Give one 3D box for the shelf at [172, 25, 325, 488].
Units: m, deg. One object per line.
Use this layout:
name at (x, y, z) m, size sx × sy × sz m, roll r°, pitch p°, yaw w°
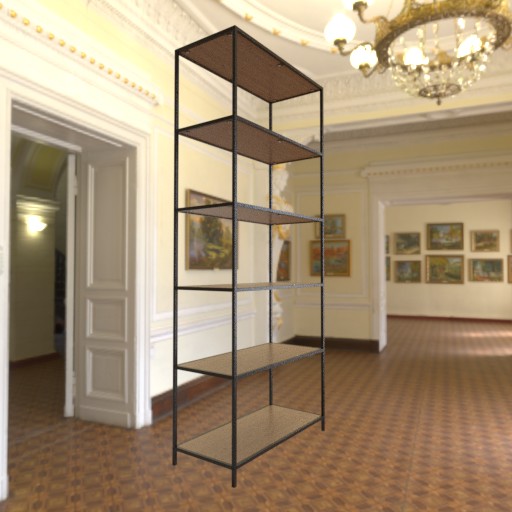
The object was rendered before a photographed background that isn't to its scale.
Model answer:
shelf at (0.000, 0.000, 2.183) m, size 0.350 × 1.850 × 0.770 m, roll -1°, pitch -2°, yaw 36°
